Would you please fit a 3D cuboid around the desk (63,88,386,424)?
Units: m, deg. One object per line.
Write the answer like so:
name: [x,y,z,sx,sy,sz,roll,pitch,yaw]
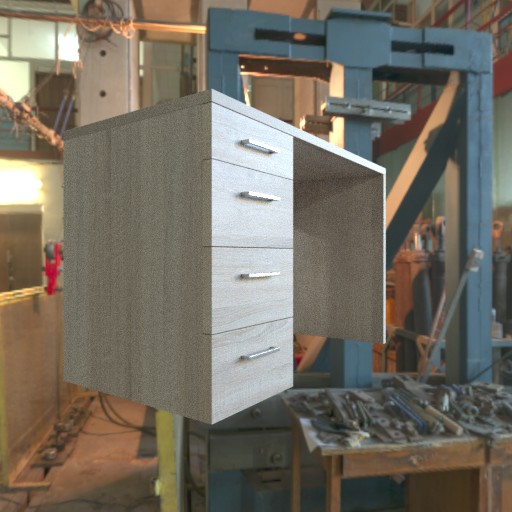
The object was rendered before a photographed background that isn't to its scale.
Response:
desk: [0.000,0.000,1.571,0.600,0.731,1.100,0,0,36]
